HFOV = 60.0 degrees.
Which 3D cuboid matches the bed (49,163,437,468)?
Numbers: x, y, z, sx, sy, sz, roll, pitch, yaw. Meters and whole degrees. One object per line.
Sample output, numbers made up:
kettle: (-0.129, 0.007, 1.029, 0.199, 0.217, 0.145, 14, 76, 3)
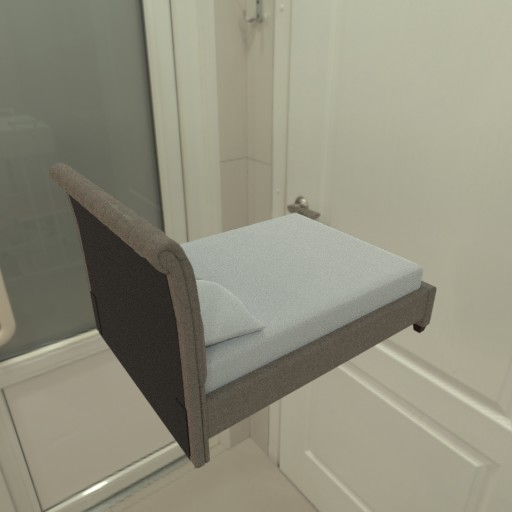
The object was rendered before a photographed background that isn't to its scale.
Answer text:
bed: (0.000, 0.000, 3.255, 2.252, 1.371, 1.645, -18, 31, -32)
